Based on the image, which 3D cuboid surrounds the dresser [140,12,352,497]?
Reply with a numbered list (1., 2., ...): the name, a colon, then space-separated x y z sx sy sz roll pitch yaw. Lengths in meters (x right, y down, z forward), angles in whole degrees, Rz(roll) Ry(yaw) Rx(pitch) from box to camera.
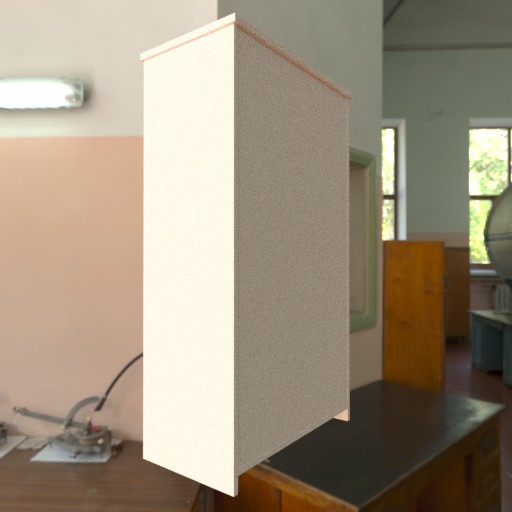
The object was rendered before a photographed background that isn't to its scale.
1. dresser: 0.000 0.000 1.543 0.399 1.255 0.704 0 0 37
